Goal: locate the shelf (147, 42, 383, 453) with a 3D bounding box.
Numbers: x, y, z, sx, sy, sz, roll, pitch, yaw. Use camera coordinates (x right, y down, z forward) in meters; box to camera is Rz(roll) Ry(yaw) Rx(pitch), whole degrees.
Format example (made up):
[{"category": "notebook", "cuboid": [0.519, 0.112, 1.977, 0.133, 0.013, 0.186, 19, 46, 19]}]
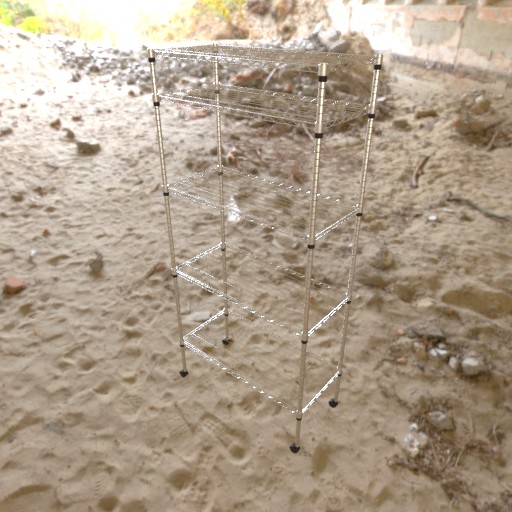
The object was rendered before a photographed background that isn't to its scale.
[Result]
[{"category": "shelf", "cuboid": [0.000, 0.000, 1.881, 0.762, 1.587, 0.356, 22, 36, 34]}]
